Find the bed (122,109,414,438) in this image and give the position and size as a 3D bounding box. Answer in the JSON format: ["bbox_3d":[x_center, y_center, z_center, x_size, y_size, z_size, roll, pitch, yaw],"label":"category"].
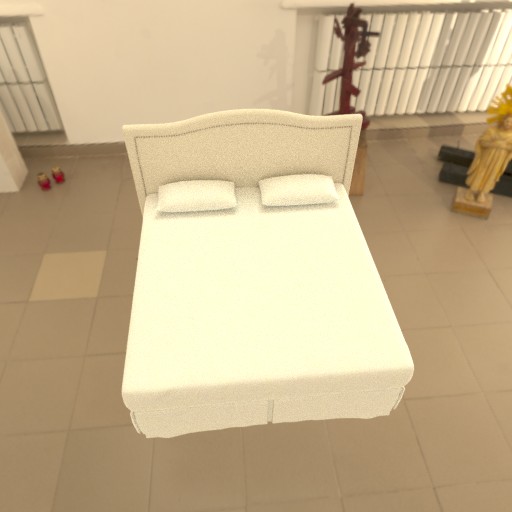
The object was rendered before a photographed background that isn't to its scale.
[{"bbox_3d":[0.000,0.000,3.521,2.083,1.421,2.182,-4,45,-4],"label":"bed"}]
